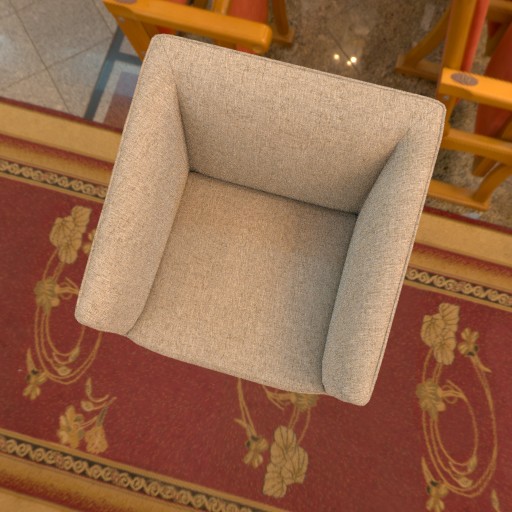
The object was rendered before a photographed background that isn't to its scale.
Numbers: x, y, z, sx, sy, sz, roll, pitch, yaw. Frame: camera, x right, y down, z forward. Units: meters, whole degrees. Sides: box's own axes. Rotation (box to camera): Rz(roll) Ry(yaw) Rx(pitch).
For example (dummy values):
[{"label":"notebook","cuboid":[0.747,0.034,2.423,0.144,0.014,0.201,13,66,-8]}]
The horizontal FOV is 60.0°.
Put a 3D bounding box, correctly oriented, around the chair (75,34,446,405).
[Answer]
[{"label":"chair","cuboid":[0.000,0.000,1.180,0.628,0.760,0.623,15,77,4]}]
